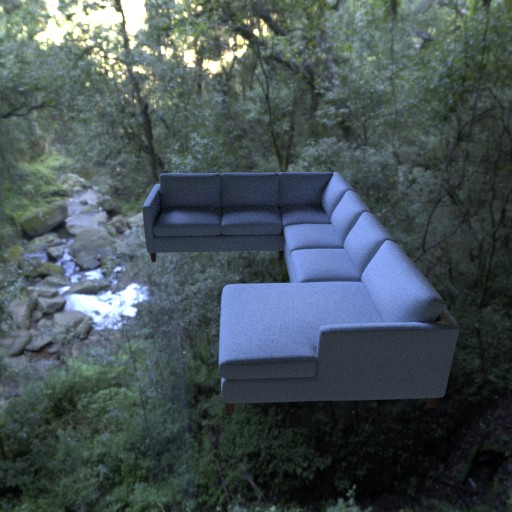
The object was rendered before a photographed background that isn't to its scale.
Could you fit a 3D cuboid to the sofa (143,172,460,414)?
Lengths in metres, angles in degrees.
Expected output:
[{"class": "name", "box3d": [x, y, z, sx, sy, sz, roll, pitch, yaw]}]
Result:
[{"class": "sofa", "box3d": [0.000, 0.000, 4.415, 2.551, 0.889, 3.403, -1, 26, -2]}]
